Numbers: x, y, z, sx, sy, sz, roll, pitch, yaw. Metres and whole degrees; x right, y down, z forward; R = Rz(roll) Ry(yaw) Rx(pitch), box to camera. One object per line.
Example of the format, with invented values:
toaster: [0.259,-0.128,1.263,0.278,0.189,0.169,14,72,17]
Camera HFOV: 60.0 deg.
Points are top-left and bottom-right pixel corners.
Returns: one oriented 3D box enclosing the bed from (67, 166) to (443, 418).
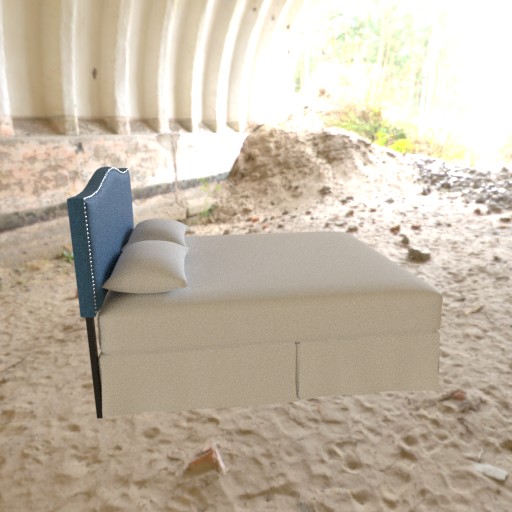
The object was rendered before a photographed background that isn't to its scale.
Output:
bed: [0.000,0.000,2.906,1.872,1.169,1.610,-2,16,-8]
